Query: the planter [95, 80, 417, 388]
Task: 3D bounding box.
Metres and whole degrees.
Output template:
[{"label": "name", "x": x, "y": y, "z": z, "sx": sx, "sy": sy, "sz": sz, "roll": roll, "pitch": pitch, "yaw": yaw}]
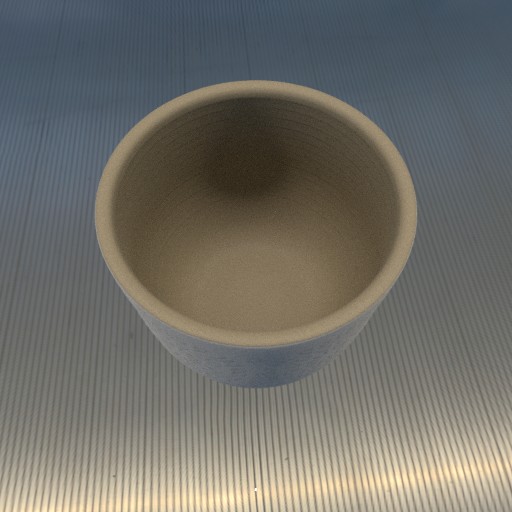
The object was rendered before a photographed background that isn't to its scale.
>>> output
[{"label": "planter", "x": 0.000, "y": 0.000, "z": 0.220, "sx": 0.124, "sy": 0.109, "sz": 0.124, "roll": 0, "pitch": 62, "yaw": 0}]
